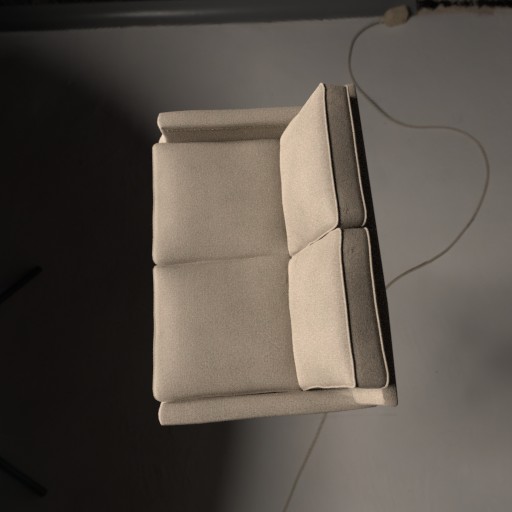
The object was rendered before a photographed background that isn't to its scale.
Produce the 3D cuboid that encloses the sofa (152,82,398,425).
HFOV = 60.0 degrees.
[{"bbox_3d":[0.000,0.000,2.301,1.084,1.003,1.597,-3,75,-1],"label":"sofa"}]
